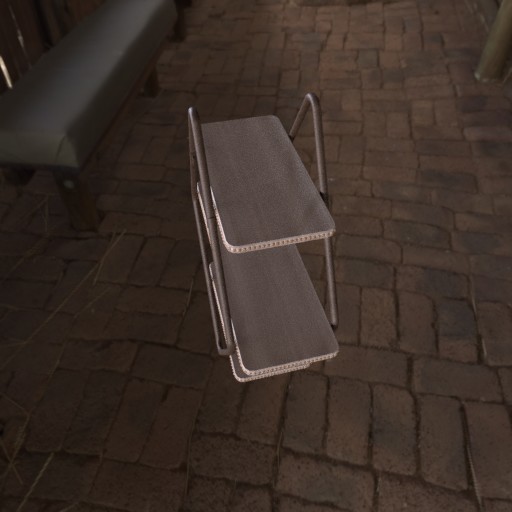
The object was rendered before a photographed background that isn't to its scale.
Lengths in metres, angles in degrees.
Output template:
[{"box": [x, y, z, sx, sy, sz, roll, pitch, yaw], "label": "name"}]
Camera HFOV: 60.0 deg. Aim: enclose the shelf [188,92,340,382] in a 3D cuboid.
[{"box": [0.000, 0.000, 1.055, 0.234, 0.774, 0.609, -10, 48, -9], "label": "shelf"}]
